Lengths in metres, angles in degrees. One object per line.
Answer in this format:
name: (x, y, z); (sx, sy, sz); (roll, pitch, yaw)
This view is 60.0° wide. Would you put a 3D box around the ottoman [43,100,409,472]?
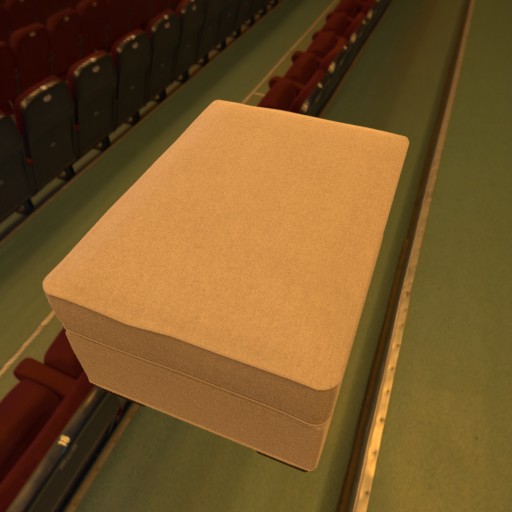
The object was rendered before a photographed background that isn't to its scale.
ottoman: (0.000, 0.000, 1.205); (0.617, 0.503, 0.846); (16, 49, 15)
